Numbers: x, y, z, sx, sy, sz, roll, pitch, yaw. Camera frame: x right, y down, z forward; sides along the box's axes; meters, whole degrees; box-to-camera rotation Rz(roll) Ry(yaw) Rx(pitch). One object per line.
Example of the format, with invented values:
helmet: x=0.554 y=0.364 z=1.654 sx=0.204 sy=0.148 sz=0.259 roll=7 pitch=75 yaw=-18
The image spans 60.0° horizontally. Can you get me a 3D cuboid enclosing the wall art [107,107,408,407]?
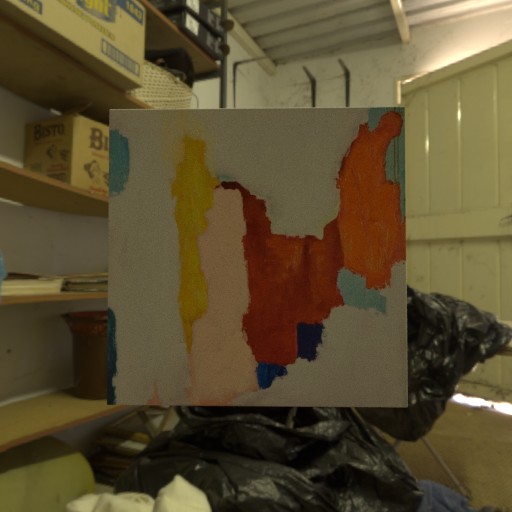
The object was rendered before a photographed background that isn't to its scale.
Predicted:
wall art: x=0.000 y=0.000 z=1.530 sx=1.017 sy=1.017 sz=0.044 roll=0 pitch=-1 yaw=2
